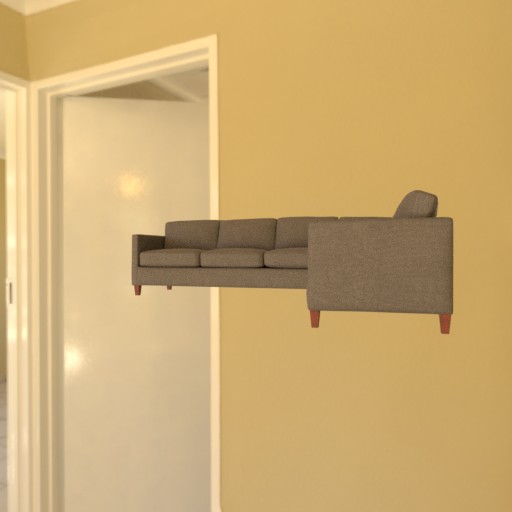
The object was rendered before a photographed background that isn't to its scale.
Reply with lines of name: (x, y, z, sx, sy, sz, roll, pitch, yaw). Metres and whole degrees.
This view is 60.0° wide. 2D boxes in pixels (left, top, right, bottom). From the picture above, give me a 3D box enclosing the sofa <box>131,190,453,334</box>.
sofa: (0.000, 0.000, 4.410, 3.302, 0.947, 2.593, 0, 1, 16)
